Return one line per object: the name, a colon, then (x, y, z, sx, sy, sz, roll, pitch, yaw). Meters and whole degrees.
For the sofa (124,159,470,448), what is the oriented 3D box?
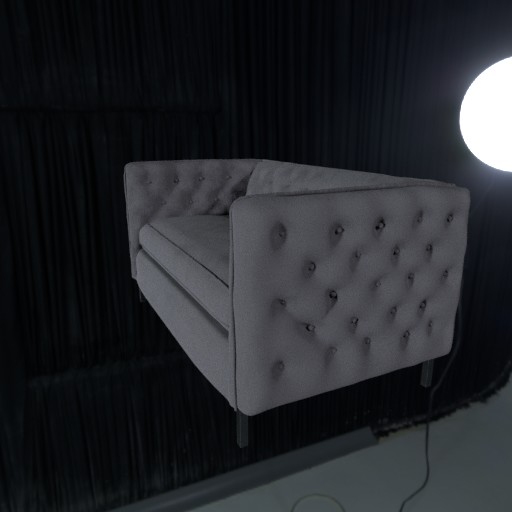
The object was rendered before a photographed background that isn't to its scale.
sofa: (0.000, 0.000, 2.083, 0.909, 0.810, 1.583, -8, 18, -26)
